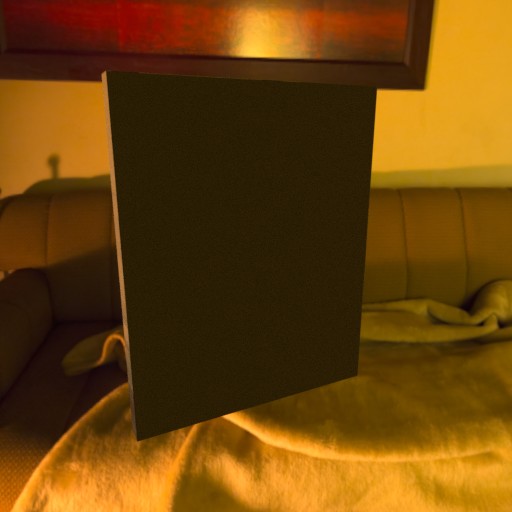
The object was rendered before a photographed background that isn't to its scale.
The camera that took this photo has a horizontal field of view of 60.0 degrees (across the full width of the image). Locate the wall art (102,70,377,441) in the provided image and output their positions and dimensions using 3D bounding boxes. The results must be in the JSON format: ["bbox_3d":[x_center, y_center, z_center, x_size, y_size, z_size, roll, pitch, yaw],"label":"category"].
[{"bbox_3d":[0.000,0.000,0.823,0.489,0.608,0.040,-8,17,-26],"label":"wall art"}]
